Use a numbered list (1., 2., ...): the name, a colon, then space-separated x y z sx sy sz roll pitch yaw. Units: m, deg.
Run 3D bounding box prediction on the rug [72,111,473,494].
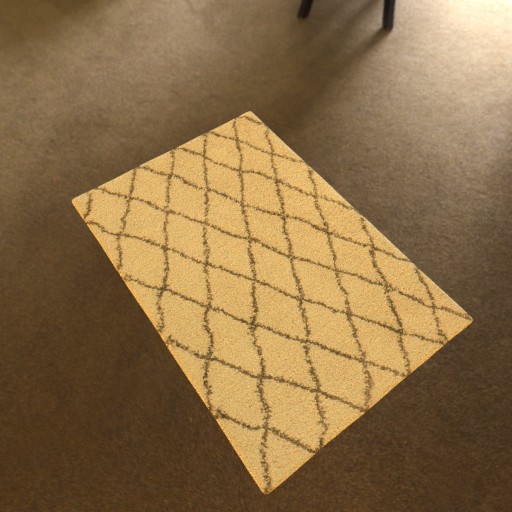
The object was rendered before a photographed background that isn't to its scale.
1. rug: 0.000 0.000 2.256 1.219 0.030 1.778 -32 64 -18
